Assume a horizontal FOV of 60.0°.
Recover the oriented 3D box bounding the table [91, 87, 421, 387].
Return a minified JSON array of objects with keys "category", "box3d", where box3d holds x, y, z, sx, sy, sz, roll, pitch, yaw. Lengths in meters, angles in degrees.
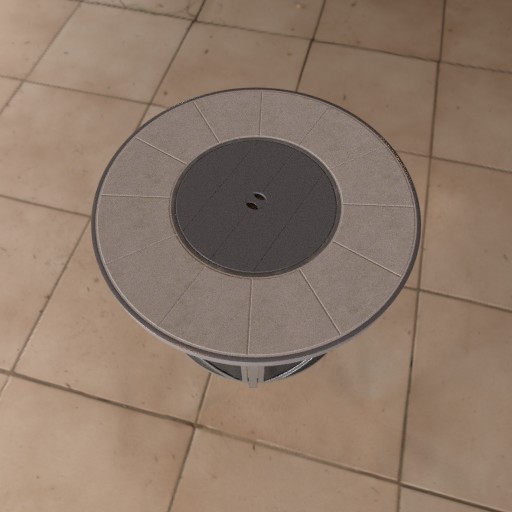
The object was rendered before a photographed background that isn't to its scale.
[{"category":"table","box3d":[0.000,0.000,1.531,0.914,0.650,0.914,0,62,0]}]
